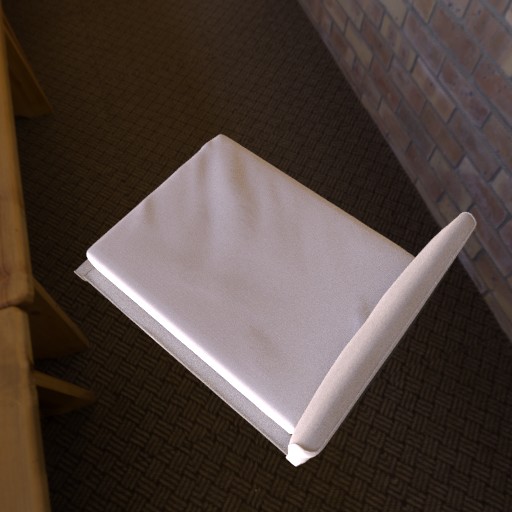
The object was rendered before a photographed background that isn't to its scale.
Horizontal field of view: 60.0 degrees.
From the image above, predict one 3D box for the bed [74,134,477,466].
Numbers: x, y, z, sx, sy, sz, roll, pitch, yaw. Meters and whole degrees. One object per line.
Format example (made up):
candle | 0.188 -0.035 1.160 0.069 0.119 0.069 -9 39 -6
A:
bed | 0.000 0.000 3.560 2.498 1.126 1.980 36 68 17
